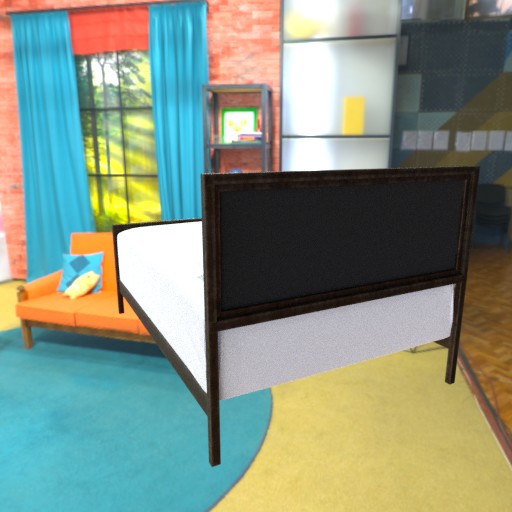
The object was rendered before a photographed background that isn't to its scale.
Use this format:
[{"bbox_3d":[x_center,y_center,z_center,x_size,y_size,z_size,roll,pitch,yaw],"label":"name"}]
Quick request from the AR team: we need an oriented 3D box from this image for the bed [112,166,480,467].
[{"bbox_3d":[0.000,0.000,3.173,1.607,1.313,2.221,-7,15,-27],"label":"bed"}]
